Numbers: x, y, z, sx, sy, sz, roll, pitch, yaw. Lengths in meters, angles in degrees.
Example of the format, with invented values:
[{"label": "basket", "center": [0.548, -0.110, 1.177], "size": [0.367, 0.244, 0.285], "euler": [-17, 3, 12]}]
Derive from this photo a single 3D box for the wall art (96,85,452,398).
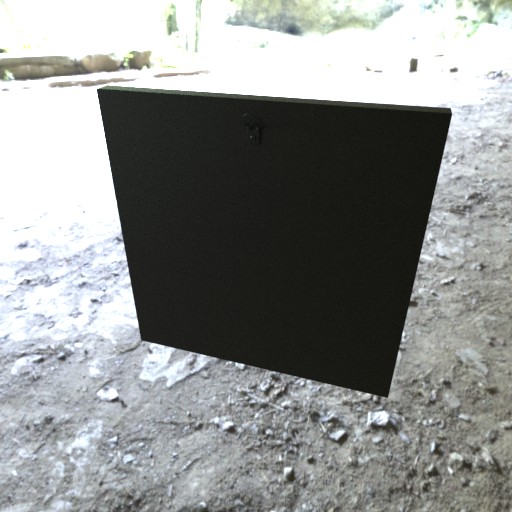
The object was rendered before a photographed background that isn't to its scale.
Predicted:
[{"label": "wall art", "center": [0.000, 0.000, 0.512], "size": [0.349, 0.349, 0.038], "euler": [9, 33, 15]}]
